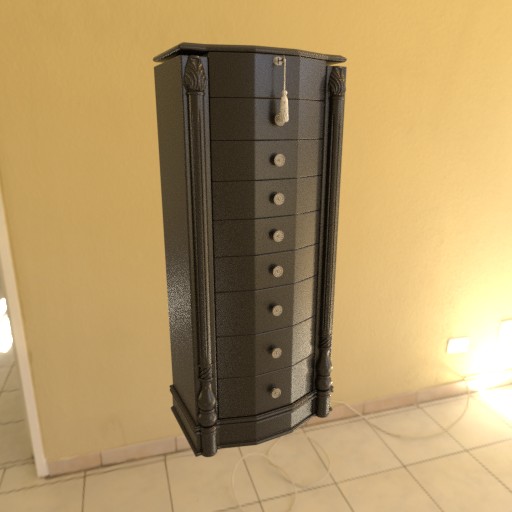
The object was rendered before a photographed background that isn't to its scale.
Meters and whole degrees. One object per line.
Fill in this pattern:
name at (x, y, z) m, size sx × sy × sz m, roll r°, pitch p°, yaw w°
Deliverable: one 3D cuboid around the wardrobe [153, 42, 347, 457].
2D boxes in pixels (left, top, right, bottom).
wardrobe at (0.000, 0.000, 1.204) m, size 0.444 × 1.011 × 0.295 m, roll -8°, pitch 18°, yaw -26°
